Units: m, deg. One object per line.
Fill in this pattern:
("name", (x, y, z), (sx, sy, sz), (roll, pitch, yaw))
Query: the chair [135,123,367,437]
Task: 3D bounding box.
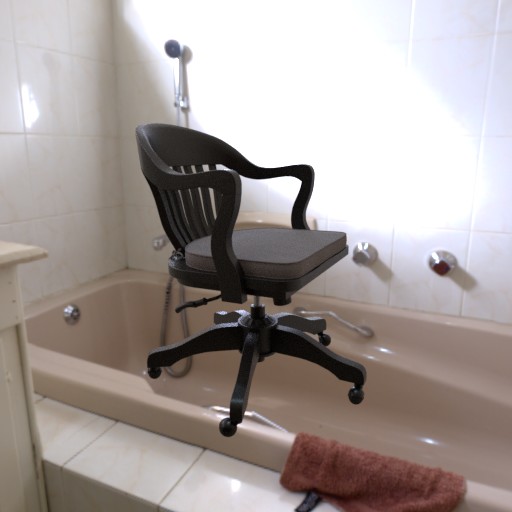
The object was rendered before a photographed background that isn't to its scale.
("chair", (0.000, 0.000, 1.496), (0.788, 0.878, 0.750), (7, 15, 26))
